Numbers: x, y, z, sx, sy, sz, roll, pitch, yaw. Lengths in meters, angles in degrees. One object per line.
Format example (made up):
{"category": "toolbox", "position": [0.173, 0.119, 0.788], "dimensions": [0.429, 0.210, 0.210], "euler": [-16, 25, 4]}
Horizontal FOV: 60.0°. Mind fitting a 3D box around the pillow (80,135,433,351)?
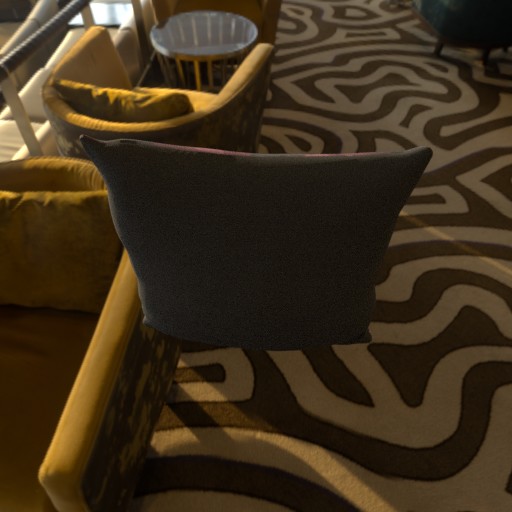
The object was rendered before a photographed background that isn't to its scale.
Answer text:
{"category": "pillow", "position": [0.000, 0.000, 0.794], "dimensions": [0.503, 0.496, 0.208], "euler": [4, 48, 3]}
